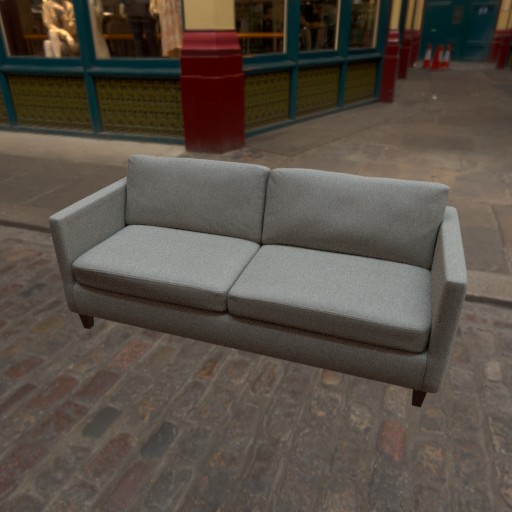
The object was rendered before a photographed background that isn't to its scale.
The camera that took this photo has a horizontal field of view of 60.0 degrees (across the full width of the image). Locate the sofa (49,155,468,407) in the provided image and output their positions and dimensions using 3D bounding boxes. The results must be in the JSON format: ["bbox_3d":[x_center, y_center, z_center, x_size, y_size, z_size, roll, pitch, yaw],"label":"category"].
[{"bbox_3d":[0.000,0.000,2.666,2.208,0.963,0.956,9,29,17],"label":"sofa"}]
